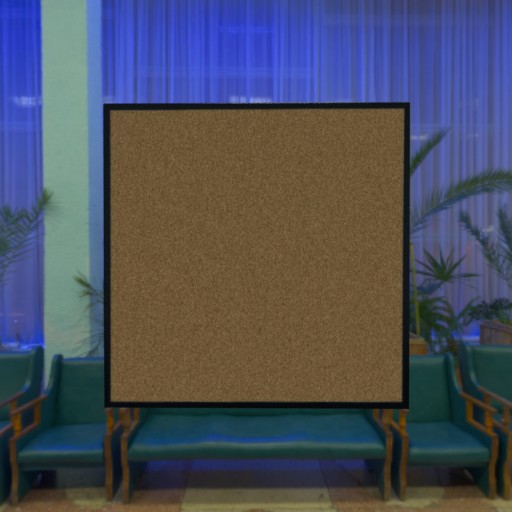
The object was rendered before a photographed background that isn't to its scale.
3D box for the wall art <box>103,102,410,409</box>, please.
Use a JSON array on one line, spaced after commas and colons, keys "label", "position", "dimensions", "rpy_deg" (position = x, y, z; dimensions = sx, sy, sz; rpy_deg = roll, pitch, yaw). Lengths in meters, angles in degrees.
[{"label": "wall art", "position": [0.000, 0.000, 0.513], "dimensions": [0.349, 0.349, 0.014], "rpy_deg": [0, 1, 1]}]
